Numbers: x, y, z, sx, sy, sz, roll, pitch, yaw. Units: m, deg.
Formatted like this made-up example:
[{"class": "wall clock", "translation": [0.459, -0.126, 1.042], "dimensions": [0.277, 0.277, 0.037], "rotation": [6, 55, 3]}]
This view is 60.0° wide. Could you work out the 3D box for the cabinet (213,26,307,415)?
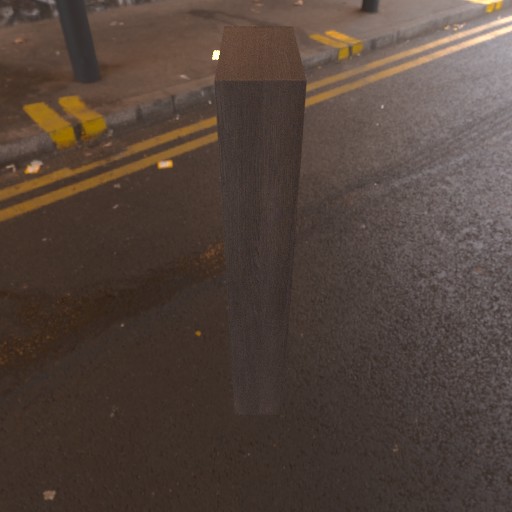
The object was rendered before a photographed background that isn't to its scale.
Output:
[{"class": "cabinet", "translation": [0.000, 0.000, 1.855], "dimensions": [0.255, 1.630, 0.520], "rotation": [0, 41, 0]}]
